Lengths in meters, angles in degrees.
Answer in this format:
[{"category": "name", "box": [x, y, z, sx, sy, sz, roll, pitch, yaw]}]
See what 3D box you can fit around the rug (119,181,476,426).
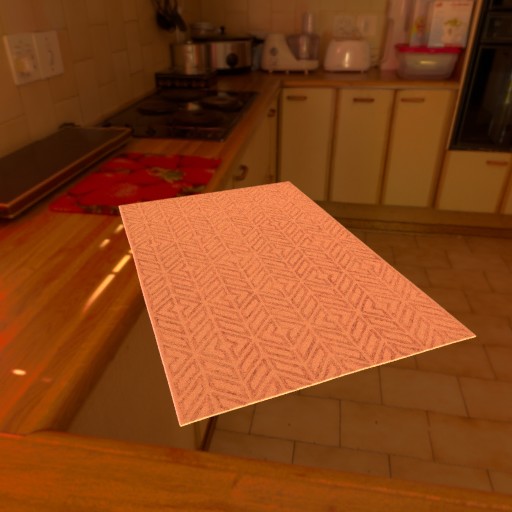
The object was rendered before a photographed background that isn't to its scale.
[{"category": "rug", "box": [0.000, 0.000, 2.347, 1.220, 0.007, 1.828, -11, 33, -18]}]
